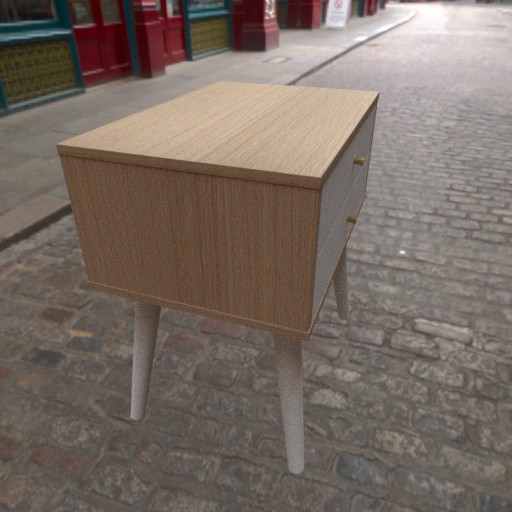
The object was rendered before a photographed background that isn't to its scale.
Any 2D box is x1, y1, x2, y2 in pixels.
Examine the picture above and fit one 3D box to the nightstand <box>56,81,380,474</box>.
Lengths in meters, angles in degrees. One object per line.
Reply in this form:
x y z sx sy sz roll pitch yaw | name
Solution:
0.000 0.000 0.966 0.407 0.610 0.571 11 32 17 | nightstand
